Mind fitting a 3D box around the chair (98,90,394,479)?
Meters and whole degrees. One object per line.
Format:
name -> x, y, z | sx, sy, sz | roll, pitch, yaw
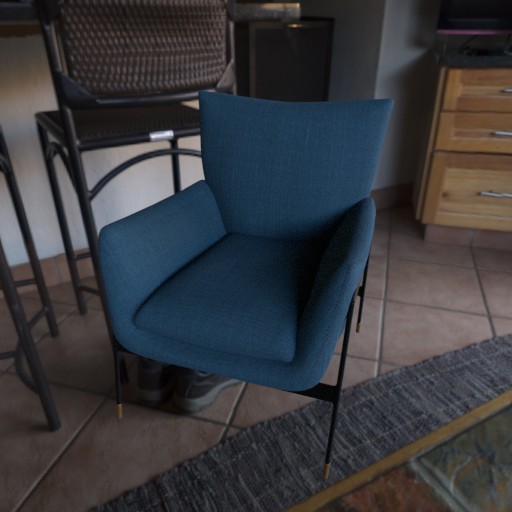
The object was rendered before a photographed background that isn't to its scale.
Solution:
chair -> 0.000, 0.000, 1.364 | 0.678, 0.859, 0.769 | 9, 28, 17
